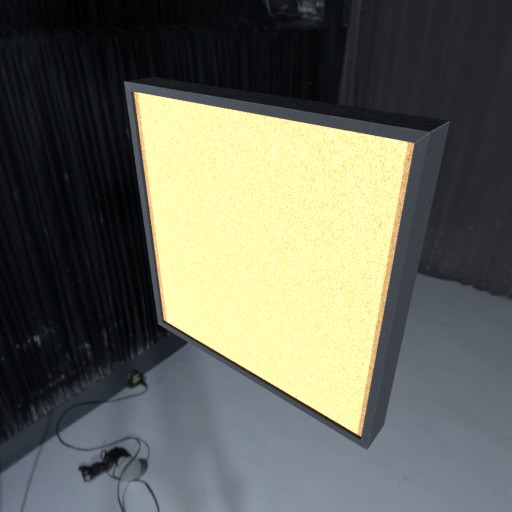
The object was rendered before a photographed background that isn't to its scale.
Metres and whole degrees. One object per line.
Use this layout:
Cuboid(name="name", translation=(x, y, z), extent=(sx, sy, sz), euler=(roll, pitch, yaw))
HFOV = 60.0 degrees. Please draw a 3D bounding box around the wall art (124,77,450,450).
Cuboid(name="wall art", translation=(0.000, 0.000, 0.445), extent=(0.305, 0.305, 0.037), euler=(22, 37, 33))
